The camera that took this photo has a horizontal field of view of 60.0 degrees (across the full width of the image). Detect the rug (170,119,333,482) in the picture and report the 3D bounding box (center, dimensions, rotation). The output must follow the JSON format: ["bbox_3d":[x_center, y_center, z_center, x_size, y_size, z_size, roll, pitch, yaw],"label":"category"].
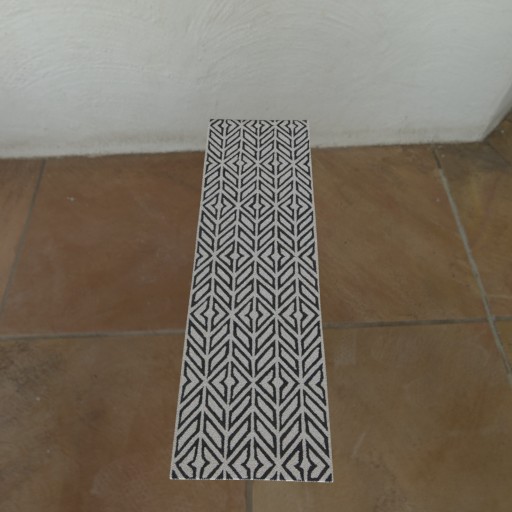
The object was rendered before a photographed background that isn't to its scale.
[{"bbox_3d":[0.000,0.000,2.680,0.750,0.009,2.435,1,57,1],"label":"rug"}]
